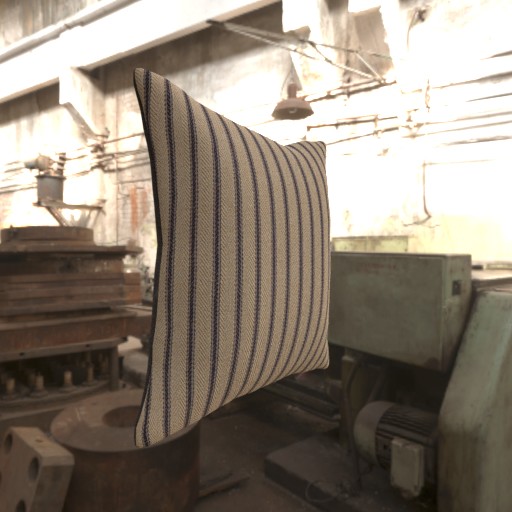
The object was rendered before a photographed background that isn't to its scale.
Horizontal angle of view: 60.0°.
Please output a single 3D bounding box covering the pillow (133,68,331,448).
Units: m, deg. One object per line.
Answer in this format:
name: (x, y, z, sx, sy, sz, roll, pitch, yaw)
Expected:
pillow: (0.000, 0.000, 0.691, 0.138, 0.444, 0.468, 0, 1, 37)
